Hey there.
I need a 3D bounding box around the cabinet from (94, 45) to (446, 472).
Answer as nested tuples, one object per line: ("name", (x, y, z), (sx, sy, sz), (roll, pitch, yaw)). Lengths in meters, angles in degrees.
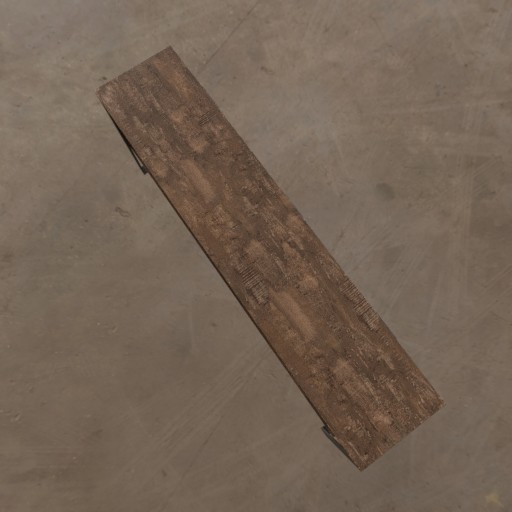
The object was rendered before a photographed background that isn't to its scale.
("cabinet", (0.000, 0.000, 2.078), (0.395, 0.762, 1.800), (-34, 79, -8))
